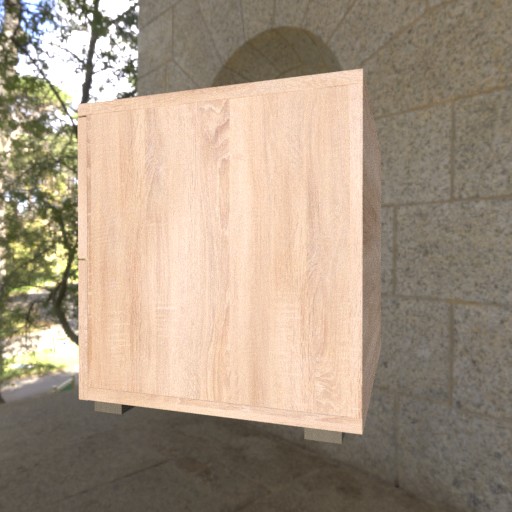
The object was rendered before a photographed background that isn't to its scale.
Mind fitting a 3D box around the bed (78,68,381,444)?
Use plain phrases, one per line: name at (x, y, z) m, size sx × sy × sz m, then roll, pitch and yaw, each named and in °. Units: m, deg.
bed at (0.000, 0.000, 0.771) m, size 0.401 × 0.420 × 0.460 m, roll 0°, pitch 1°, yaw 18°
